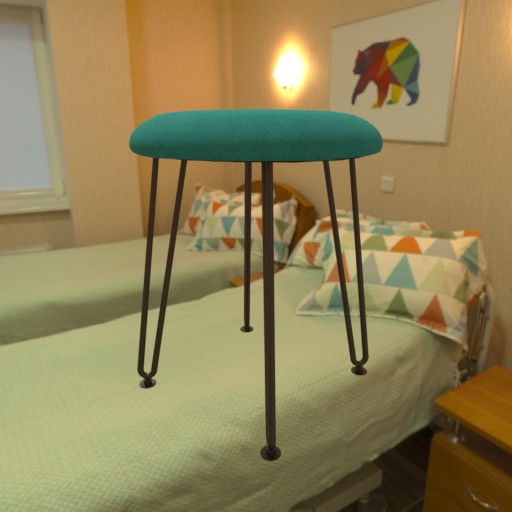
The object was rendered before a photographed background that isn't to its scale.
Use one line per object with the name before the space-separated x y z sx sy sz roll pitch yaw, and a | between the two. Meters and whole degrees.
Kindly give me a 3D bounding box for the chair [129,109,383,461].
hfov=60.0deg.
chair | 0.000 0.000 0.684 0.350 0.430 0.350 9 19 26
